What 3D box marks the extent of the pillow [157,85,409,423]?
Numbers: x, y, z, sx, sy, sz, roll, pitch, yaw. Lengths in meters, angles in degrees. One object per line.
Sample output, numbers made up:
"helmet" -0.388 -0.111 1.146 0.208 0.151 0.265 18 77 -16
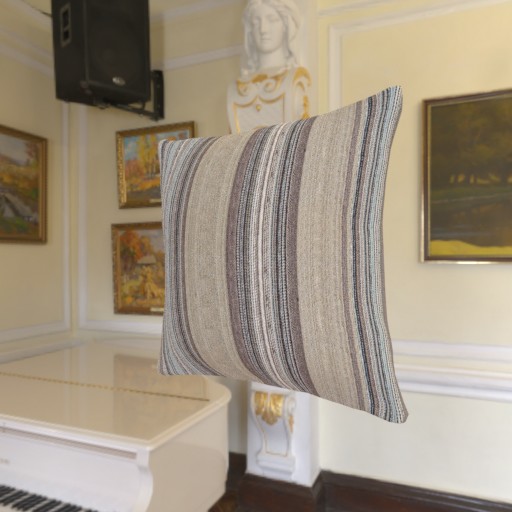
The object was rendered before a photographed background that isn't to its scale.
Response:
"pillow" 0.000 0.000 0.658 0.435 0.416 0.189 -1 -1 35
